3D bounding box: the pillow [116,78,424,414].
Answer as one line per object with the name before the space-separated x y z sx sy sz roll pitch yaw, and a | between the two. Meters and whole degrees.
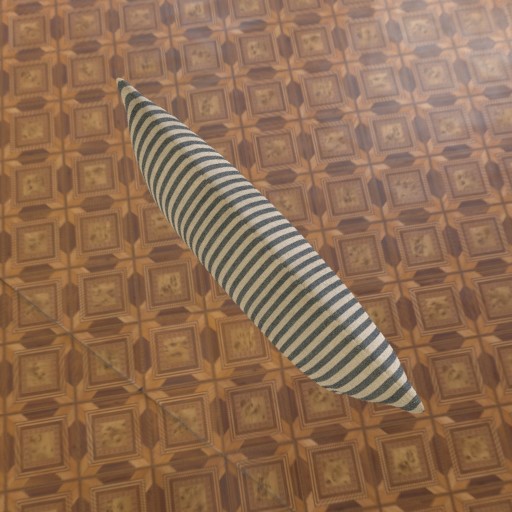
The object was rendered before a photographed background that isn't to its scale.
pillow | 0.000 0.000 0.729 0.151 0.295 0.617 -40 79 -10
